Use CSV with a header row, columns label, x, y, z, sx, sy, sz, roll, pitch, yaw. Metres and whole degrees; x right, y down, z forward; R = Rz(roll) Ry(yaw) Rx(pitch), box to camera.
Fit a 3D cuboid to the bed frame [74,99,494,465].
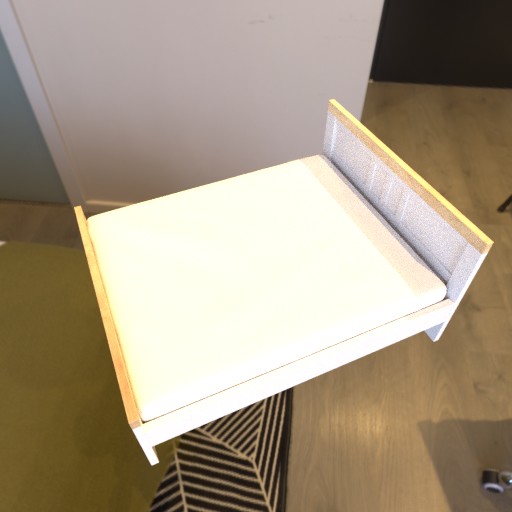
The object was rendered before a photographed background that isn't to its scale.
label,x,y,z,sx,sy,sz,roll,pitch,yaw
bed frame,0.000,0.000,2.967,2.050,0.980,1.670,-18,50,-16
